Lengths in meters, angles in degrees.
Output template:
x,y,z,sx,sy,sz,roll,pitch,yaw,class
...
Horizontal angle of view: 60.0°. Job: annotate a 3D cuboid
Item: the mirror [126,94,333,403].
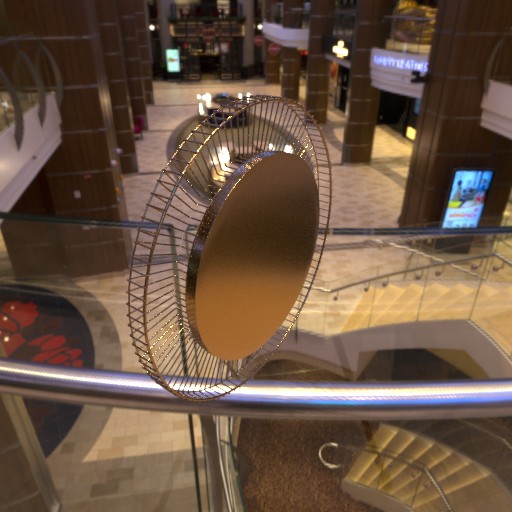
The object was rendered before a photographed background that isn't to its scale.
x,y,z,sx,sy,sz,roll,pitch,yaw,class
0.000,0.000,1.029,0.067,0.703,0.703,20,35,30,mirror
